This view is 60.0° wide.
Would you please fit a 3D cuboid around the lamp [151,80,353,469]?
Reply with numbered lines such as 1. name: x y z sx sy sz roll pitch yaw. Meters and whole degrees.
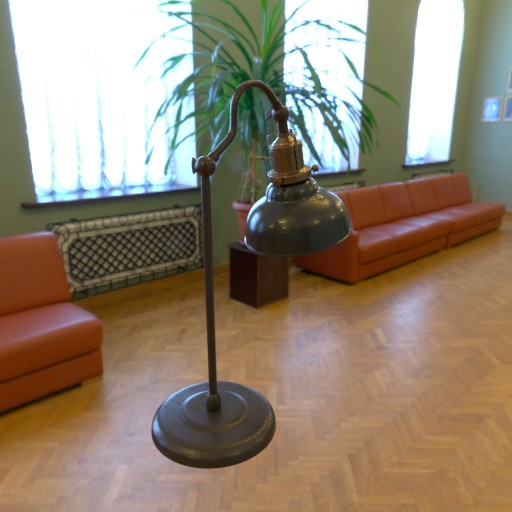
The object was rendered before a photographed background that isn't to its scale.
1. lamp: 0.000 0.000 0.684 0.374 0.508 0.192 -15 22 -43
